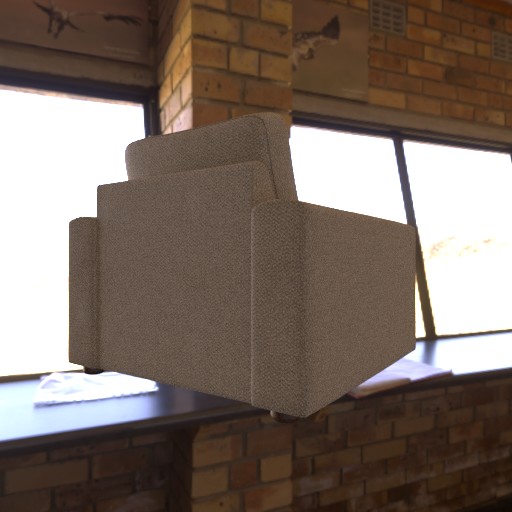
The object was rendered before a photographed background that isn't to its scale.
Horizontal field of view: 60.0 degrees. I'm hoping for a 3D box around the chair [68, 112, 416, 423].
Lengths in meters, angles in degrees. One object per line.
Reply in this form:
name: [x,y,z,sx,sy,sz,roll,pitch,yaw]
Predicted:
chair: [0.000,0.000,1.768,1.005,0.873,1.016,0,0,35]
